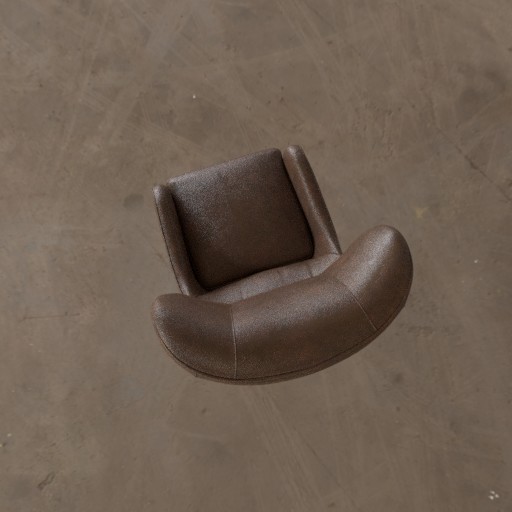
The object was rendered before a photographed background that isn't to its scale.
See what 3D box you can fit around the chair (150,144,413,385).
[{"bbox_3d":[0.000,0.000,1.668,0.692,1.048,0.914,-18,75,-5],"label":"chair"}]
